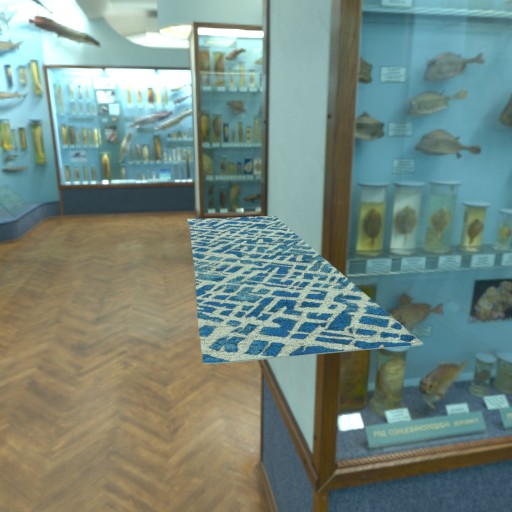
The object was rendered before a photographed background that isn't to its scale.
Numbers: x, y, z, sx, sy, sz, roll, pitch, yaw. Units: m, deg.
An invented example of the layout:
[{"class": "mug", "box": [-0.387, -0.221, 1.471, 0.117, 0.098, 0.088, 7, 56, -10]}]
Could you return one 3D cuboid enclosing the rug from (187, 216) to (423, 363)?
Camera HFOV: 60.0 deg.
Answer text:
[{"class": "rug", "box": [0.000, 0.000, 2.646, 0.768, 0.011, 2.446, -3, 16, -9]}]
